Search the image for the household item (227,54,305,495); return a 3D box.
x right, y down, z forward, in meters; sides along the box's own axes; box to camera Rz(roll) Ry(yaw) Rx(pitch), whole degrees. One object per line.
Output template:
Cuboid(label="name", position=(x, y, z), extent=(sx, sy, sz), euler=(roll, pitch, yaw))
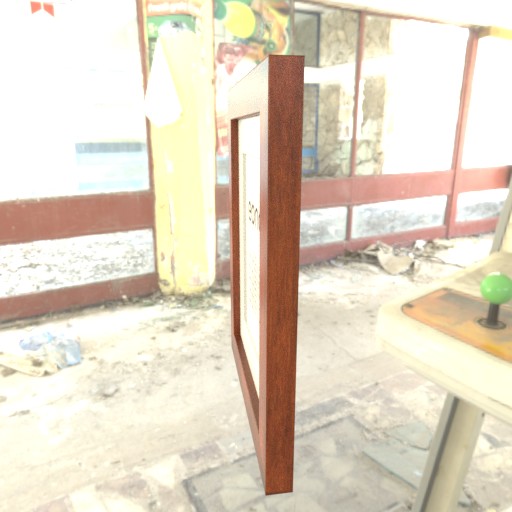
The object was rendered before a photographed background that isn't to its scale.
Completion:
Cuboid(label="household item", position=(0.000, 0.000, 0.336), extent=(0.020, 0.250, 0.200), euler=(-2, 16, -9))
